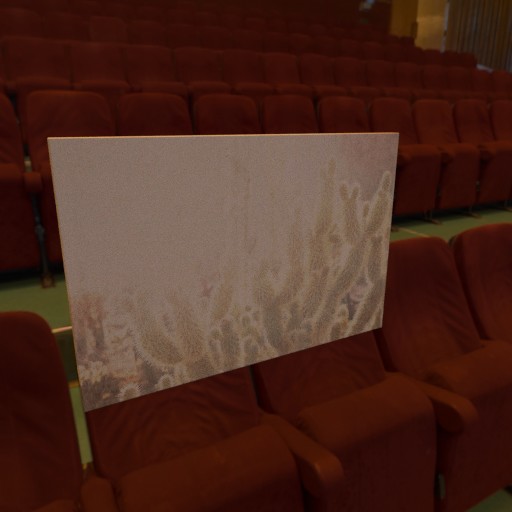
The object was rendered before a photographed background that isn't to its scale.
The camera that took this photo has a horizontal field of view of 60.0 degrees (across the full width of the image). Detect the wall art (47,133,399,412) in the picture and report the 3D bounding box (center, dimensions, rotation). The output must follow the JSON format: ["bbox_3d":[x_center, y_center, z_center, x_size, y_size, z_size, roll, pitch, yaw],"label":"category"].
[{"bbox_3d":[0.000,0.000,1.438,1.142,0.758,0.041,-9,19,-28],"label":"wall art"}]
